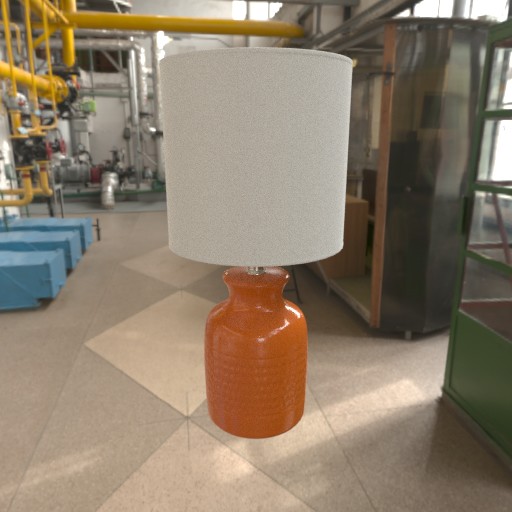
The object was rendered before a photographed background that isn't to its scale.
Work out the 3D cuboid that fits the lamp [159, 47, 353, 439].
[{"bbox_3d":[0.000,0.000,1.090,0.418,0.871,0.418,-2,16,-9],"label":"lamp"}]
